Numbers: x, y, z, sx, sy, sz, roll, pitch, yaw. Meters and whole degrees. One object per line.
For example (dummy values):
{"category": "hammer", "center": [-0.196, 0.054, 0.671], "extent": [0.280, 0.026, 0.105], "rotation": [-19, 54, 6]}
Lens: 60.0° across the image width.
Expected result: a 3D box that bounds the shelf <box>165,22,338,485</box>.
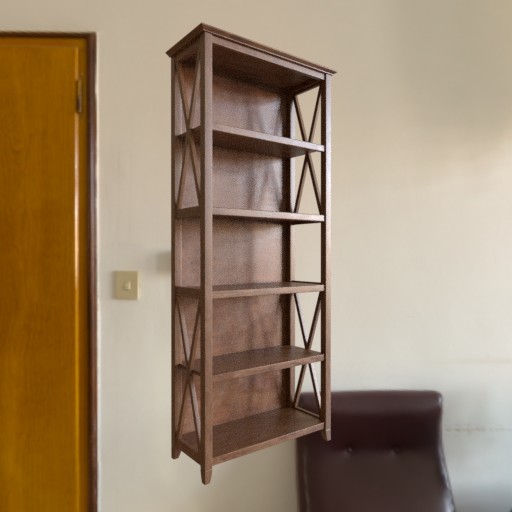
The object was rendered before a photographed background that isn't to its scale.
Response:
{"category": "shelf", "center": [0.000, 0.000, 2.180], "extent": [0.805, 1.905, 0.335], "rotation": [0, 0, -37]}
